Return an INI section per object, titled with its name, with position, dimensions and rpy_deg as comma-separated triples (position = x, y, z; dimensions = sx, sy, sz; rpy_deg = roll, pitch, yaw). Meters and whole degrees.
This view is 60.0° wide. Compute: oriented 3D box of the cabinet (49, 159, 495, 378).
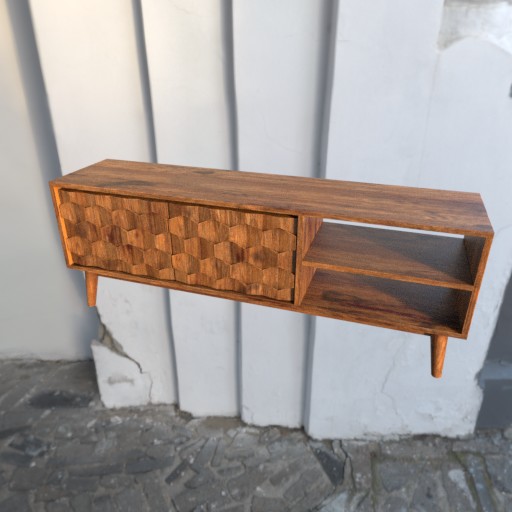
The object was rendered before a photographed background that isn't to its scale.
[cabinet]
position = 0.000, 0.000, 1.644
dimensions = 1.448, 0.528, 0.349
rpy_deg = 8, 28, 16
